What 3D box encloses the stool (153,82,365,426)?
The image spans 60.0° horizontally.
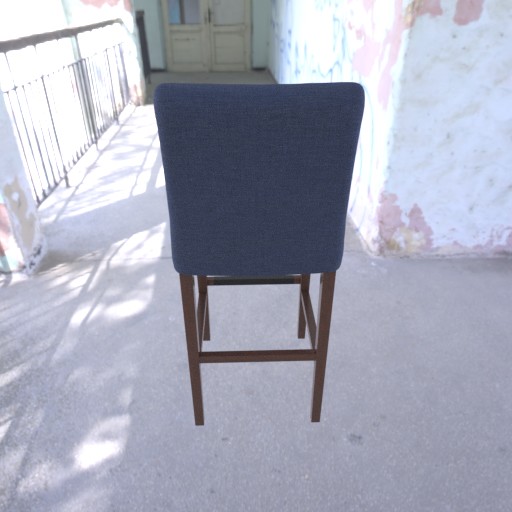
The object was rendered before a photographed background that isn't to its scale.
[{"bbox_3d":[0.000,0.000,1.347,0.470,1.078,0.577,-1,31,-2],"label":"stool"}]
